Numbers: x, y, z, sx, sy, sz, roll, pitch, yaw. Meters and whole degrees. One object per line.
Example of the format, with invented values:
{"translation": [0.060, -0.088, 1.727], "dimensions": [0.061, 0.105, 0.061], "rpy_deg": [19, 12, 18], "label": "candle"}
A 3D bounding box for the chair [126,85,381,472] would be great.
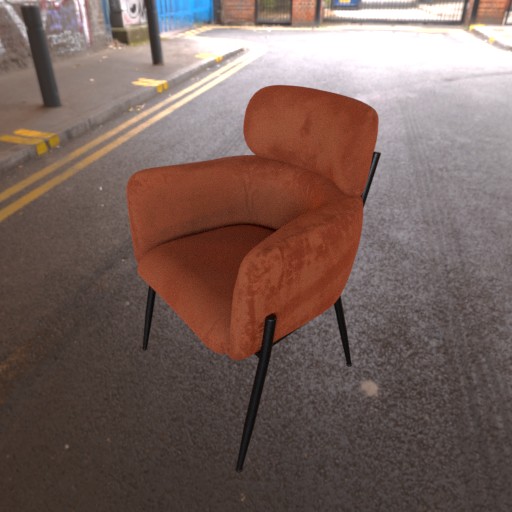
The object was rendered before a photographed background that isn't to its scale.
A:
{"translation": [0.000, 0.000, 1.169], "dimensions": [0.523, 0.772, 0.561], "rpy_deg": [-22, 38, -31], "label": "chair"}
